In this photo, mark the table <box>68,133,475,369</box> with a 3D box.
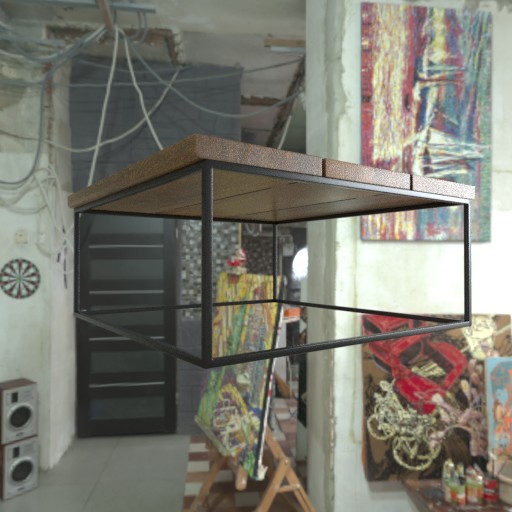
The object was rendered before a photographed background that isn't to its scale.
[{"bbox_3d":[0.000,0.000,1.373,0.900,0.400,0.900,0,-1,-36],"label":"table"}]
